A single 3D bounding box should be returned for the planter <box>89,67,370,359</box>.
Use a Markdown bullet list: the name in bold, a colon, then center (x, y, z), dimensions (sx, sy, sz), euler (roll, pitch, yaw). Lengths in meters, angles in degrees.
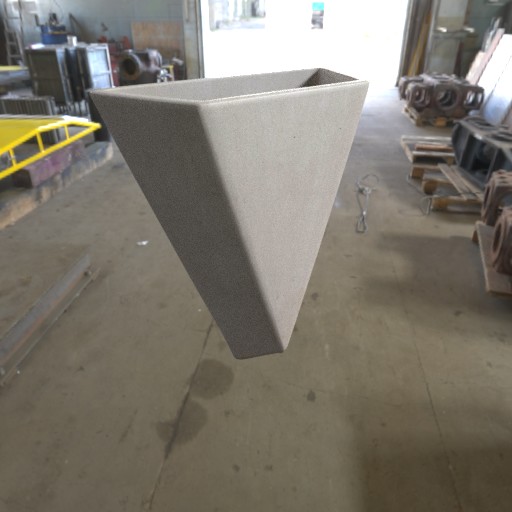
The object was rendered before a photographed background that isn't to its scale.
- **planter**: center (0.000, 0.000, 0.268), dimensions (0.150, 0.197, 0.060), euler (-21, 35, -32)
